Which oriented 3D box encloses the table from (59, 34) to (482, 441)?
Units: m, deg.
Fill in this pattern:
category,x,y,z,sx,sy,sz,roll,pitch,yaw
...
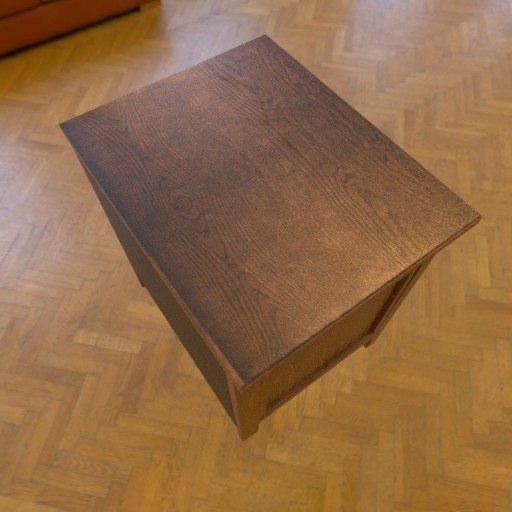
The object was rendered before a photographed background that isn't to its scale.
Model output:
category,x,y,z,sx,sy,sz,roll,pitch,yaw
table,0.000,0.000,1.002,0.461,0.597,0.586,-32,64,-17
